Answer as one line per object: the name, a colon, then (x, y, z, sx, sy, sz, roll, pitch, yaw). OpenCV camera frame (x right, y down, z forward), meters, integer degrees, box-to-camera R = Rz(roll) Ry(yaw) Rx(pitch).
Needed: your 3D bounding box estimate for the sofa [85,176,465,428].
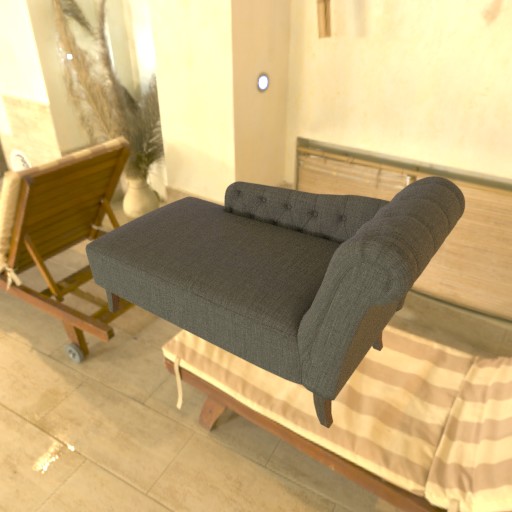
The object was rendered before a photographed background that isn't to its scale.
sofa: (0.000, 0.000, 1.818, 1.379, 0.787, 0.675, 20, 36, 30)
